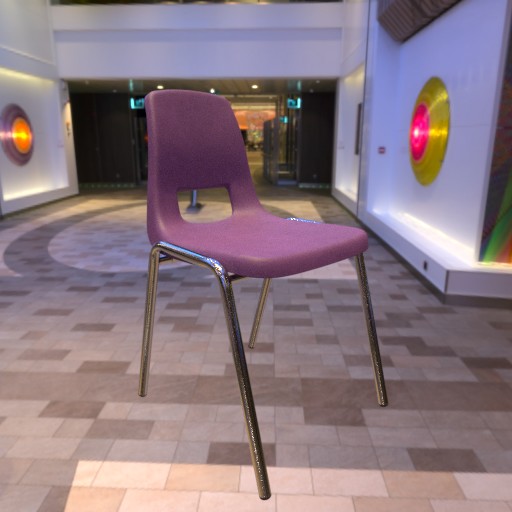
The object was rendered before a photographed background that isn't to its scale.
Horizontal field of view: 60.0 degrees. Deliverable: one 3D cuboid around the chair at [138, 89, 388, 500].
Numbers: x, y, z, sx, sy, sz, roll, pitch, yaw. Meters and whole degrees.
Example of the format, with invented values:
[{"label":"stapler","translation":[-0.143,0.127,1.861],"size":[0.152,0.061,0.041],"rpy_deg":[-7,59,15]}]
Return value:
[{"label":"chair","translation":[0.000,0.000,0.887],"size":[0.381,0.654,0.432],"rpy_deg":[-14,20,-42]}]
